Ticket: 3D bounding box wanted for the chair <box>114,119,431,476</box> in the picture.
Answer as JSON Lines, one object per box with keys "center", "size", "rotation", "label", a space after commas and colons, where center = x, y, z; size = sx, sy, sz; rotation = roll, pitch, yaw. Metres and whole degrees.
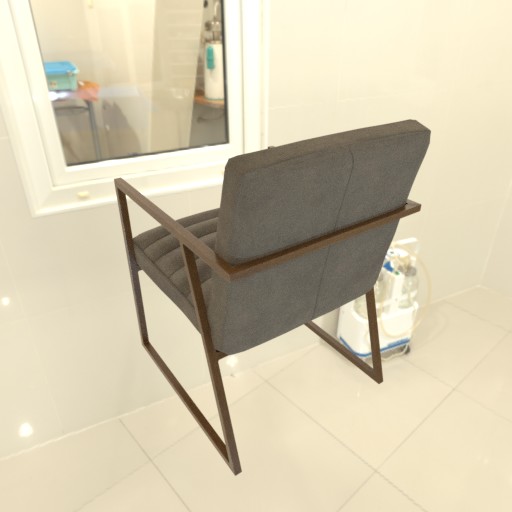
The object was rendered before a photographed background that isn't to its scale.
{"center": [0.000, 0.000, 1.314], "size": [0.578, 0.843, 0.682], "rotation": [-19, 35, -30], "label": "chair"}
